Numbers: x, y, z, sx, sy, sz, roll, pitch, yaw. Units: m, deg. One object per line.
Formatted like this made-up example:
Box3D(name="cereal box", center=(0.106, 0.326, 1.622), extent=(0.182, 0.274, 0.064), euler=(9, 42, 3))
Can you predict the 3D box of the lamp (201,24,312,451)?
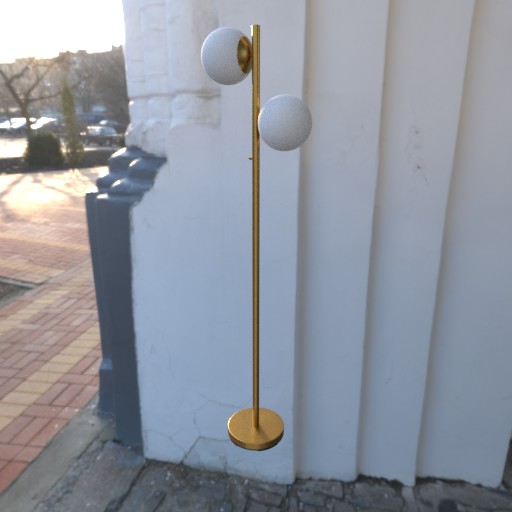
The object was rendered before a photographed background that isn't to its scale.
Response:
Box3D(name="lamp", center=(0.000, 0.000, 1.740), extent=(0.419, 1.641, 0.249), euler=(9, 19, 27))
